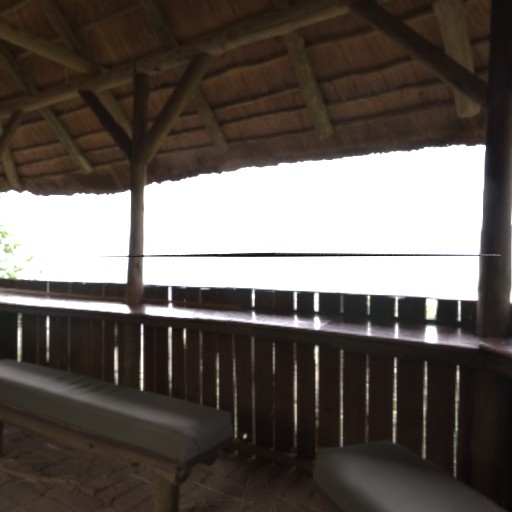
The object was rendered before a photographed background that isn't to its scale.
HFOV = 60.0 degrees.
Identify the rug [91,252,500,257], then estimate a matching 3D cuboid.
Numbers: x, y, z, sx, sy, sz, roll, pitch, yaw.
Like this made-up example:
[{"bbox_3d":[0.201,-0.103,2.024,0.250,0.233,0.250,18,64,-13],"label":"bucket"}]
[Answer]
[{"bbox_3d":[0.000,0.000,2.947,1.523,0.008,2.438,0,0,-35],"label":"rug"}]
